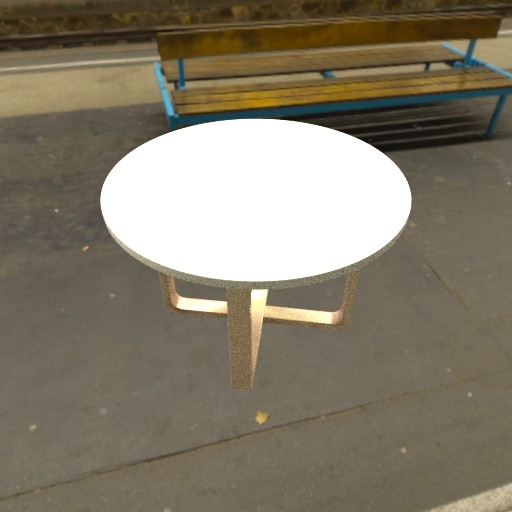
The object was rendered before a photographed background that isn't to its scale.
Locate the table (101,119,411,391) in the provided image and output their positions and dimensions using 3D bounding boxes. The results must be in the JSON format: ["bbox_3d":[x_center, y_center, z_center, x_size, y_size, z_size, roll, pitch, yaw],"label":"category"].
[{"bbox_3d":[0.000,0.000,1.013,0.600,0.400,0.600,0,40,0],"label":"table"}]
